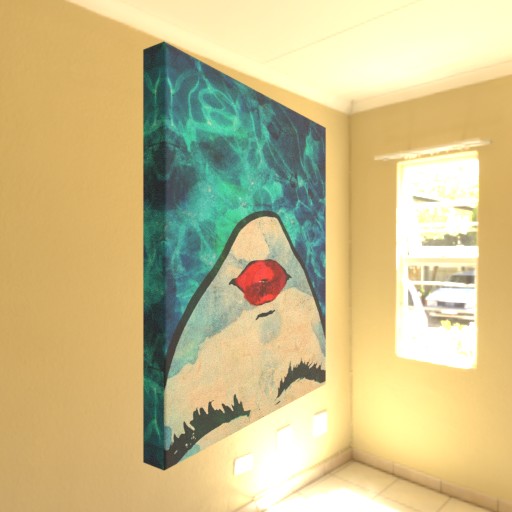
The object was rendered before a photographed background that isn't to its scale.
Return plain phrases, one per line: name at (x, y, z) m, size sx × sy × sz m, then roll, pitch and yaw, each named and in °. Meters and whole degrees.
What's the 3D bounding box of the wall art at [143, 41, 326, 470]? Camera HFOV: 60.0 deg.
wall art at (0.000, 0.000, 0.711) m, size 0.038 × 0.508 × 0.432 m, roll 0°, pitch 0°, yaw 35°
